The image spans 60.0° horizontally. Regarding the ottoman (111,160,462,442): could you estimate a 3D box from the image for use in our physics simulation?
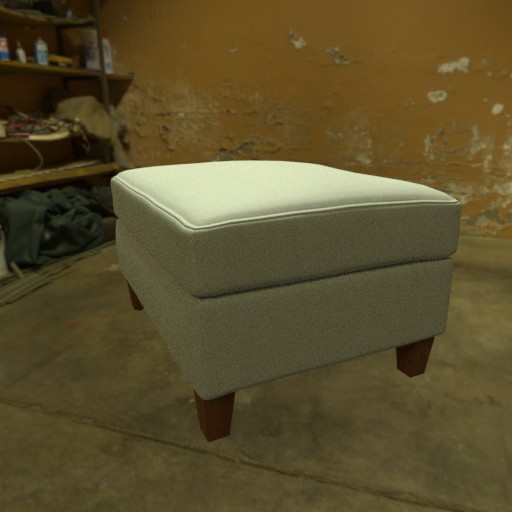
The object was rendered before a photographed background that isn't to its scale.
[{"bbox_3d":[0.000,0.000,1.216,0.634,0.496,0.818,-8,18,-25],"label":"ottoman"}]
